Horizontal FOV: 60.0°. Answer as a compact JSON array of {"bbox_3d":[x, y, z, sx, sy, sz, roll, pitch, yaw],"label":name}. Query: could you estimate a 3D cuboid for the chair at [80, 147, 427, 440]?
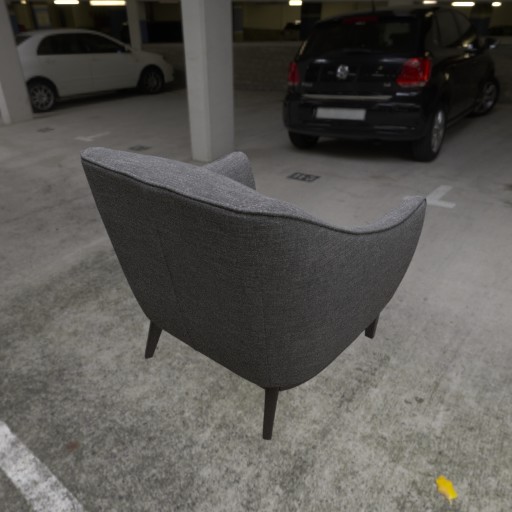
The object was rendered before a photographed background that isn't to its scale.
[{"bbox_3d":[0.000,0.000,1.547,0.870,0.829,0.851,22,37,33],"label":"chair"}]
